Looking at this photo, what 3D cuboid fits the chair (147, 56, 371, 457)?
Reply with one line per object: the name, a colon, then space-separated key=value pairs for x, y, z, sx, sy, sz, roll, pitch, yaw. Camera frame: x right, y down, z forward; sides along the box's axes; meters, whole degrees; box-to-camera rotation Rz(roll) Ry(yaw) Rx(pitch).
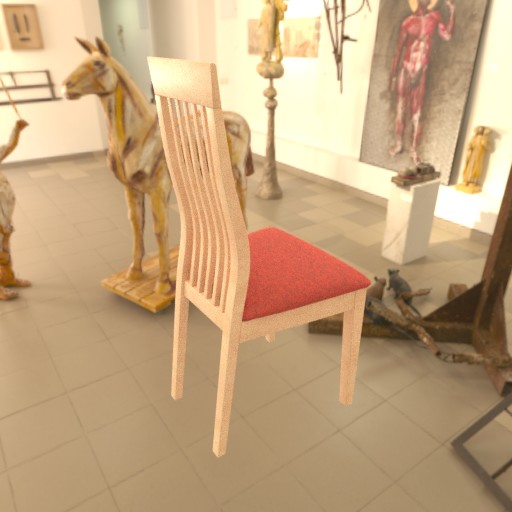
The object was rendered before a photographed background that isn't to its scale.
chair: x=0.000 y=0.000 z=1.250 sx=0.474 sy=1.027 sz=0.460 roll=-18 pitch=32 yaw=-31
